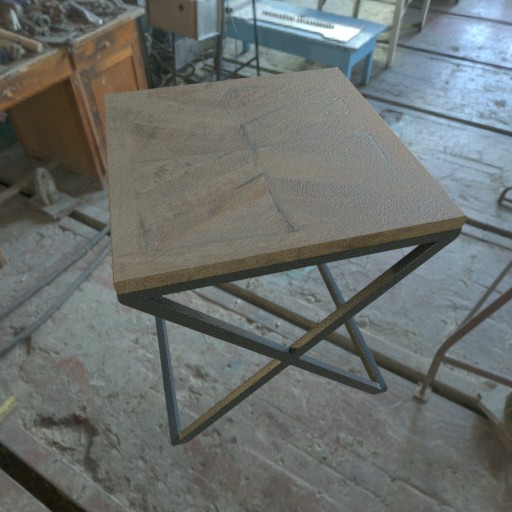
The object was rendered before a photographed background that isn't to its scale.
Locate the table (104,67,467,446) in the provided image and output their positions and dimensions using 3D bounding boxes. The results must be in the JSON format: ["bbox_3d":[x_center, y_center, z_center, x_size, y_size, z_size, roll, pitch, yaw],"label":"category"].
[{"bbox_3d":[0.000,0.000,0.951,0.498,0.550,0.499,-11,48,-10],"label":"table"}]
